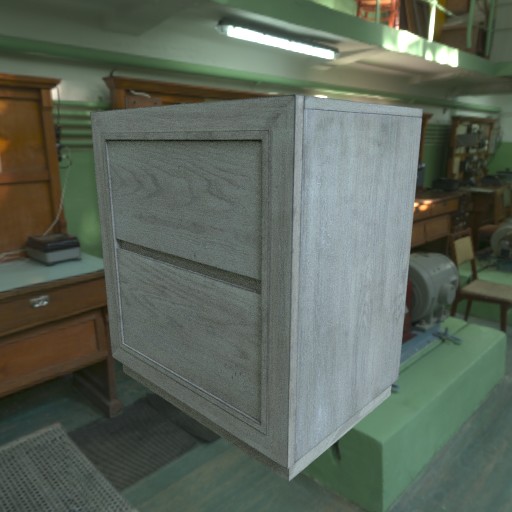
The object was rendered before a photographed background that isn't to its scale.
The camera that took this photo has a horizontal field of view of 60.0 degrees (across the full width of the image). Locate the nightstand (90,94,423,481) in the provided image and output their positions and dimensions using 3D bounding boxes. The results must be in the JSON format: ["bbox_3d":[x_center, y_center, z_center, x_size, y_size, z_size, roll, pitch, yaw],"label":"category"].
[{"bbox_3d":[0.000,0.000,1.080,0.612,0.673,0.483,14,20,42],"label":"nightstand"}]
